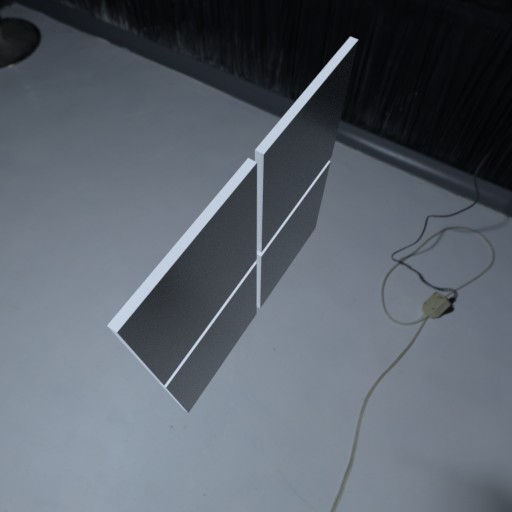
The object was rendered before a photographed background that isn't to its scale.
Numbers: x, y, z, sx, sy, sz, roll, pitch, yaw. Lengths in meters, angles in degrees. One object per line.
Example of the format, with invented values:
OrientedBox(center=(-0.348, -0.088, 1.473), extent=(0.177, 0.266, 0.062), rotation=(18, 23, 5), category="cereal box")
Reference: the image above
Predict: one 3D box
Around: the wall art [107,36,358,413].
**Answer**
OrientedBox(center=(0.000, 0.000, 1.651), extent=(0.029, 1.118, 1.118), rotation=(30, 66, 15), category="wall art")
